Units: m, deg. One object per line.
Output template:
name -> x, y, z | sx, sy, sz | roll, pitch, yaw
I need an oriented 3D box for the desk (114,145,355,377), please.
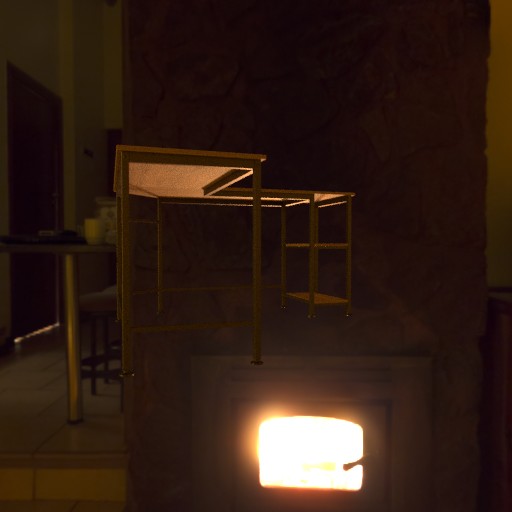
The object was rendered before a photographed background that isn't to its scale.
desk -> 0.000, 0.000, 2.276 | 1.379, 0.739, 1.379 | 0, 1, -18
